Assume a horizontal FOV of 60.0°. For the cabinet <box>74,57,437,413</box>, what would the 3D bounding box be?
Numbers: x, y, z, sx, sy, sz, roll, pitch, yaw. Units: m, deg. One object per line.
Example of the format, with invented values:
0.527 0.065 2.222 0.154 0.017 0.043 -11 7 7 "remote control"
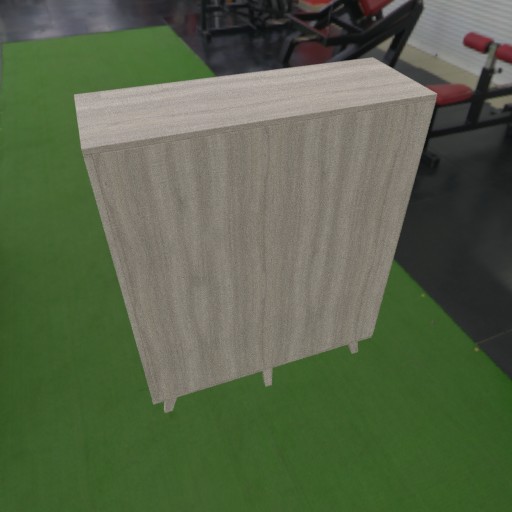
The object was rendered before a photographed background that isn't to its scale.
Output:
0.000 0.000 1.891 1.111 1.388 0.398 -13 43 -15 "cabinet"
